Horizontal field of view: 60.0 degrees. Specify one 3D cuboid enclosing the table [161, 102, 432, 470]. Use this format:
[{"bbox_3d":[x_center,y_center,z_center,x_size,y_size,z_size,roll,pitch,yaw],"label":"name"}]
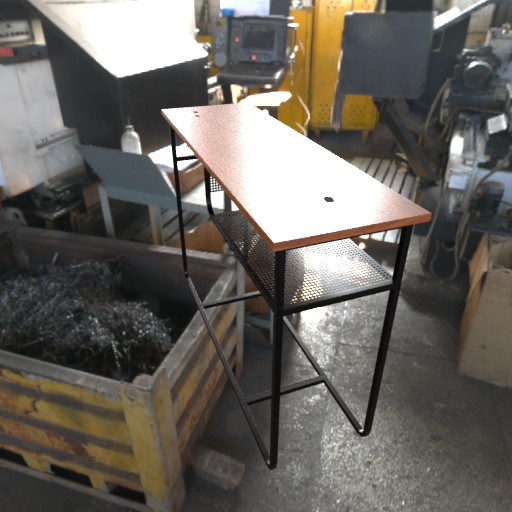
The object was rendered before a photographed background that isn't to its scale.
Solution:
[{"bbox_3d":[0.000,0.000,1.486,0.350,0.750,1.100,-11,33,-18],"label":"table"}]
